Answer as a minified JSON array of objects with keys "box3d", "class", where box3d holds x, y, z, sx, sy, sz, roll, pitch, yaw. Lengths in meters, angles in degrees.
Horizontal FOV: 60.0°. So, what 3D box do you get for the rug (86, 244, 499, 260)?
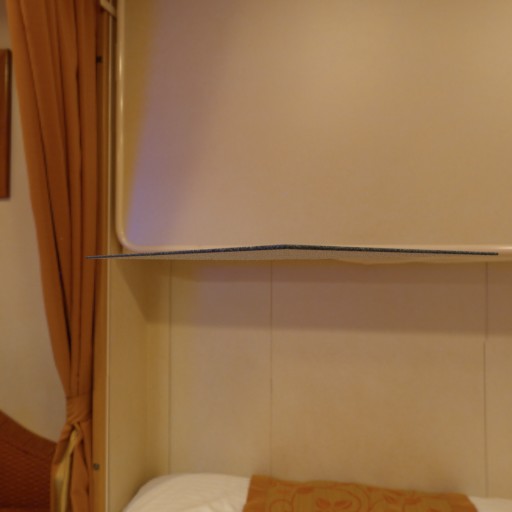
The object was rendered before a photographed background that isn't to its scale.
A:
[{"box3d":[0.000,0.000,2.844,1.478,0.017,2.330,1,-2,-36],"class":"rug"}]
